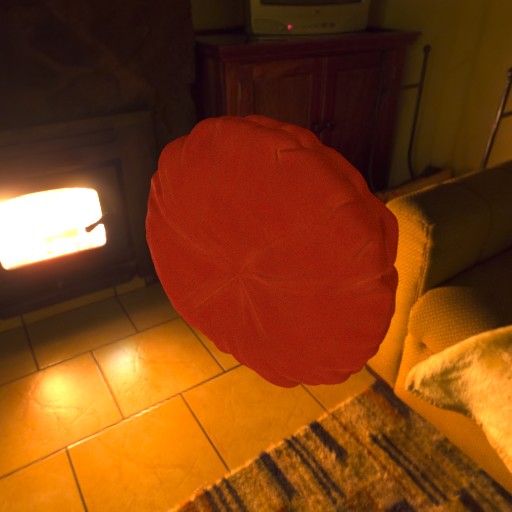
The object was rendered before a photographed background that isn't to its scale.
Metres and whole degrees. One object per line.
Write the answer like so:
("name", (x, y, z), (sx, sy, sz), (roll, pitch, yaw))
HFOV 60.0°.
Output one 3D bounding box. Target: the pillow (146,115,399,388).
("pillow", (0.000, 0.000, 0.660), (0.428, 0.407, 0.148), (22, 38, 31))
